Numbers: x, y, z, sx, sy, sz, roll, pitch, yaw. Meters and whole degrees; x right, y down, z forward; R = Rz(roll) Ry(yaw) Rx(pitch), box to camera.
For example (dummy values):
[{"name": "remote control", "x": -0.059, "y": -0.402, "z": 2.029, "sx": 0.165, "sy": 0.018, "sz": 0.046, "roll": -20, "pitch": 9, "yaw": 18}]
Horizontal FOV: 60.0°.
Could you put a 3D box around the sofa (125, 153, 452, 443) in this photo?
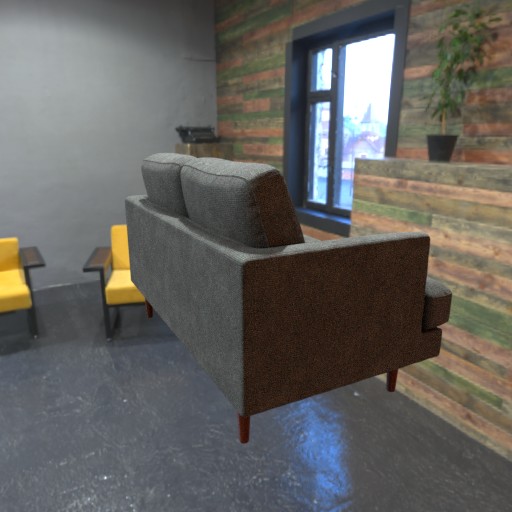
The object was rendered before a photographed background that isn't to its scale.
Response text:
[{"name": "sofa", "x": 0.000, "y": 0.000, "z": 2.146, "sx": 0.903, "sy": 0.956, "sz": 1.582, "roll": -8, "pitch": 17, "yaw": -27}]
